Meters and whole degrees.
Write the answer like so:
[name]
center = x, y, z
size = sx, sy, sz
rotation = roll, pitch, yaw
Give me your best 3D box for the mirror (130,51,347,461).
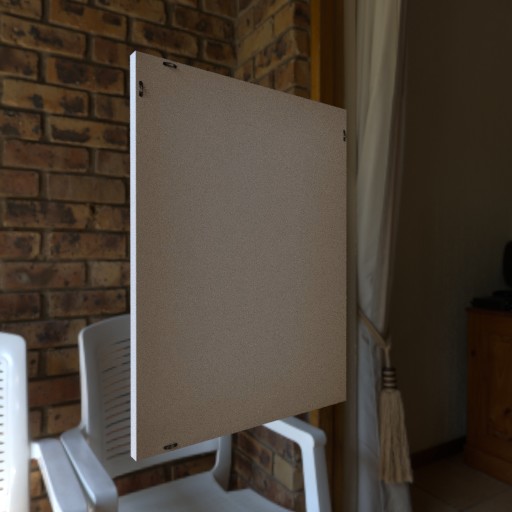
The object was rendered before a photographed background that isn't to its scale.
[mirror]
center = 0.000, 0.000, 1.335
size = 0.762, 1.016, 0.040
rotation = 0, 0, -36
